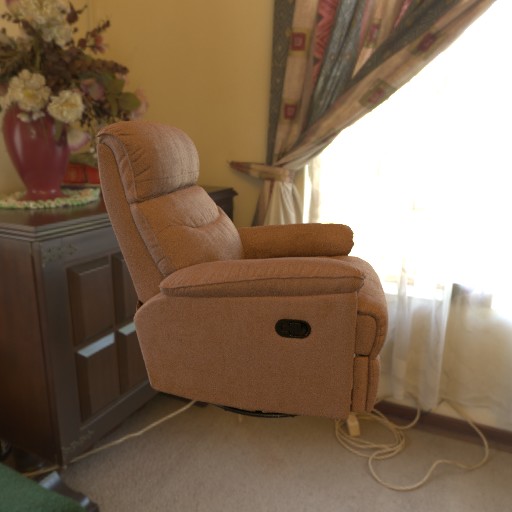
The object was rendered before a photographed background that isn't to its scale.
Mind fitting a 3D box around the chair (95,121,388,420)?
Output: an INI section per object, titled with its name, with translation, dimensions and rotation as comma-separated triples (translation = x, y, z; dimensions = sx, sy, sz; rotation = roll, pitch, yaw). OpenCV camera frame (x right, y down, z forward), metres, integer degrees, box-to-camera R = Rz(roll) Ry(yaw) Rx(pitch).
[chair]
translation = 0.000, 0.000, 1.774
dimensions = 1.004, 1.037, 0.820
rotation = 2, 15, 9
